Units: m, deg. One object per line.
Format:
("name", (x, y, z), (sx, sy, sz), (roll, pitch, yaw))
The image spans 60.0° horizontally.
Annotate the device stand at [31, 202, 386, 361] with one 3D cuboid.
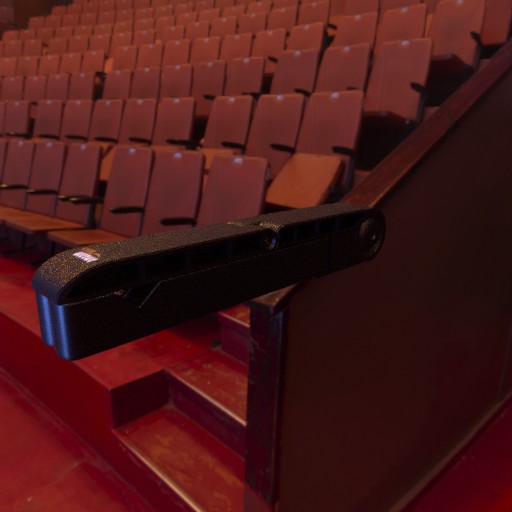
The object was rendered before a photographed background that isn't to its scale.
("device stand", (0.000, 0.000, 0.195), (0.179, 0.030, 0.026), (-15, 21, -42))
